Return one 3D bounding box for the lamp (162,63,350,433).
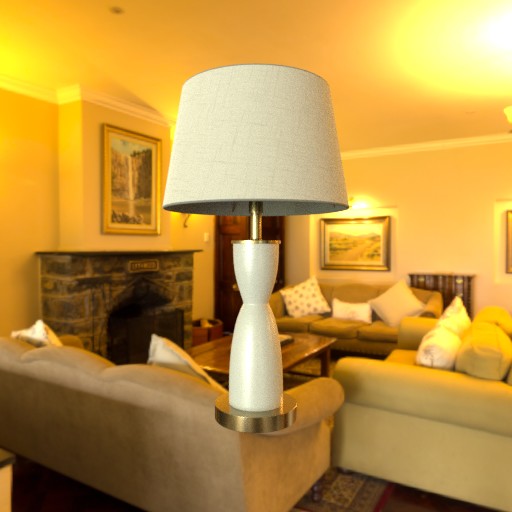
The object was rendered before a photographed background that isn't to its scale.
[{"bbox_3d":[0.000,0.000,0.749,0.309,0.545,0.309,0,1,0],"label":"lamp"}]
